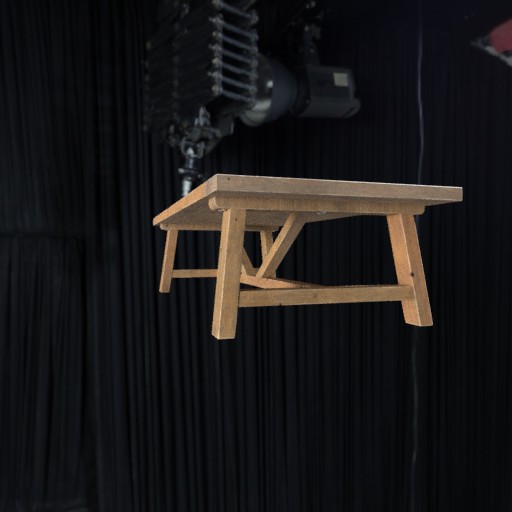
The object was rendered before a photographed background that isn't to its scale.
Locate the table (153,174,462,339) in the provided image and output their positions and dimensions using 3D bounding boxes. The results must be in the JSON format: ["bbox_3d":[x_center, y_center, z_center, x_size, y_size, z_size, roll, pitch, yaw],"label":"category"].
[{"bbox_3d":[0.000,0.000,2.171,0.820,0.465,1.800,0,1,-18],"label":"table"}]
